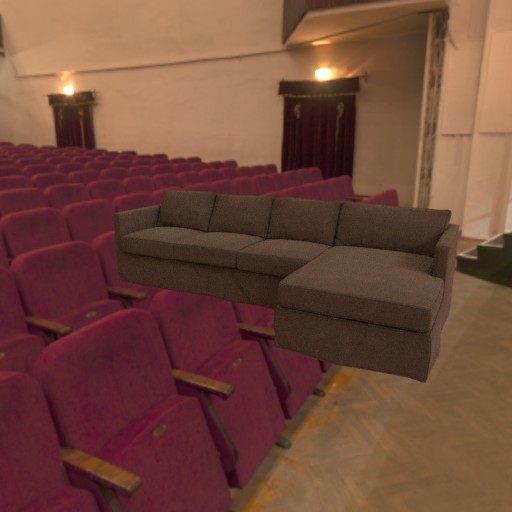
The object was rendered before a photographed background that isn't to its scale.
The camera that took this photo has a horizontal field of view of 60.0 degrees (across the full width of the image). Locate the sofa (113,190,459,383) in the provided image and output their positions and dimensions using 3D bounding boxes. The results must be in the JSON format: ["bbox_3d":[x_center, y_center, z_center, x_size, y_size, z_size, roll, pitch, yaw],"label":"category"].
[{"bbox_3d":[0.000,0.000,3.934,3.205,0.922,1.650,8,16,27],"label":"sofa"}]
